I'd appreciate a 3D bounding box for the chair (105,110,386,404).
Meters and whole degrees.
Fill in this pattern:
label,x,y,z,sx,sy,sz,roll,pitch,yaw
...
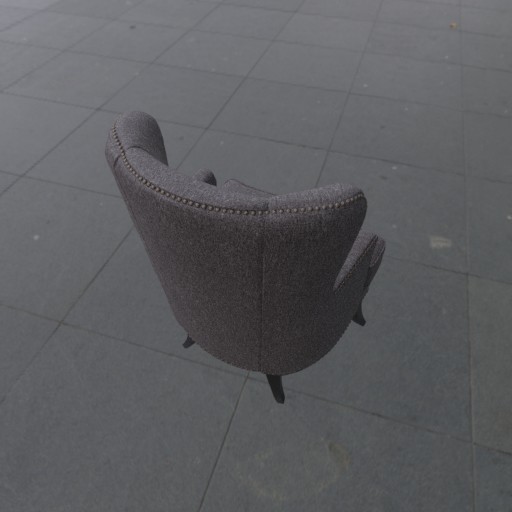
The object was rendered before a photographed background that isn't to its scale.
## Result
label,x,y,z,sx,sy,sz,roll,pitch,yaw
chair,0.000,0.000,1.595,0.759,1.060,0.758,24,51,22
